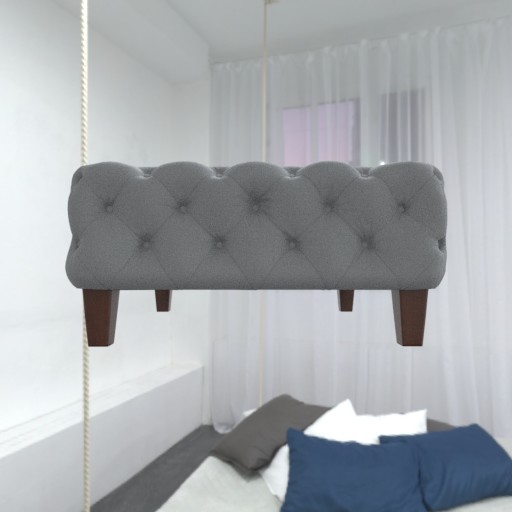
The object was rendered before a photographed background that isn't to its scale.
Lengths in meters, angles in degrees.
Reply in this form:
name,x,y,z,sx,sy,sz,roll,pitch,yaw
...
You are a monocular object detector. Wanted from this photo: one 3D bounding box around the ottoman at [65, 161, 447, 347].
name,x,y,z,sx,sy,sz,roll,pitch,yaw
ottoman,0.000,0.000,1.195,0.764,0.365,0.758,0,-1,0
